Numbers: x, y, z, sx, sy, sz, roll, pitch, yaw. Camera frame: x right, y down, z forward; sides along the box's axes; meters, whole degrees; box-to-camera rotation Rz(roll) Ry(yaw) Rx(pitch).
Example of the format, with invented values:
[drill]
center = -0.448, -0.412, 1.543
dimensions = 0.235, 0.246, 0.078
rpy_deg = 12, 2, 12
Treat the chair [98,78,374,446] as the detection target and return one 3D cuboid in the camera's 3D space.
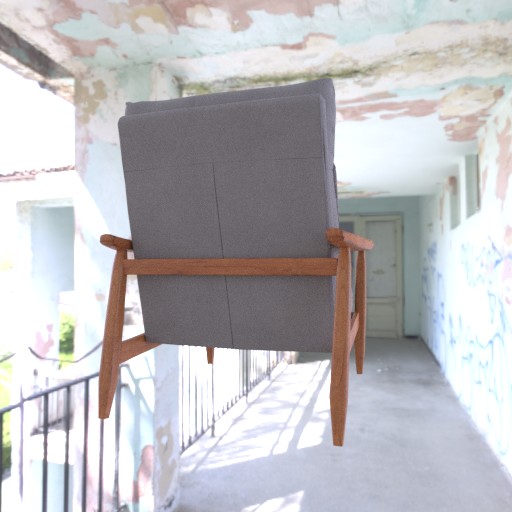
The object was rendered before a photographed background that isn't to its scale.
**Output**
[chair]
center = 0.000, 0.000, 1.522
dimensions = 0.782, 0.922, 0.816
rpy_deg = 0, -2, 17
